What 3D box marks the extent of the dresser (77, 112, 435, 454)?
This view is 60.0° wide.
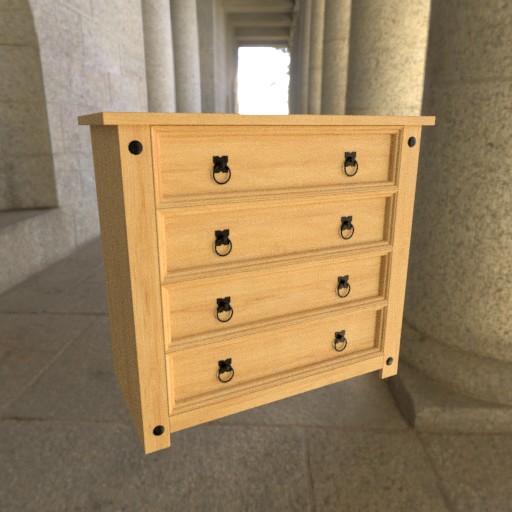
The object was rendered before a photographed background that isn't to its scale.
[{"bbox_3d":[0.000,0.000,1.214,0.800,0.730,0.410,-8,18,-26],"label":"dresser"}]
